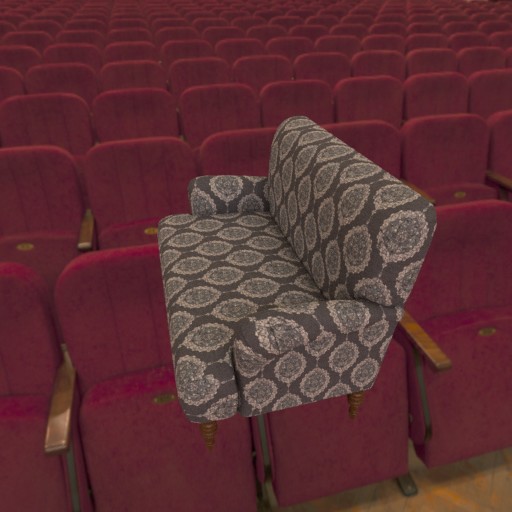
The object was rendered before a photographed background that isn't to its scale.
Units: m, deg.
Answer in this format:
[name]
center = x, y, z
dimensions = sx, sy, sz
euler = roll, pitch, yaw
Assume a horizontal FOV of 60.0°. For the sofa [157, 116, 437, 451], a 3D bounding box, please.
[sofa]
center = 0.000, 0.000, 1.847
dimensions = 0.779, 0.867, 1.297
euler = -7, 31, -12
